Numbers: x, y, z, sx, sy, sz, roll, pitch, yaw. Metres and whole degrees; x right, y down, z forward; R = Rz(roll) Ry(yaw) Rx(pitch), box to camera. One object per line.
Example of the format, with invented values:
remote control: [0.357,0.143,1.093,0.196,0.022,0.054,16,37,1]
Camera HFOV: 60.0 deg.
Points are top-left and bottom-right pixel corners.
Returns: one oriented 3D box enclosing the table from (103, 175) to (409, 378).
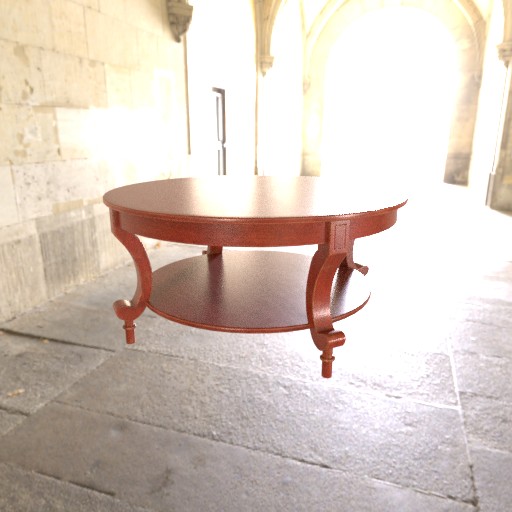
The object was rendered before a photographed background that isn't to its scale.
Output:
table: [0.000,0.000,1.629,1.029,0.486,1.029,0,16,0]
